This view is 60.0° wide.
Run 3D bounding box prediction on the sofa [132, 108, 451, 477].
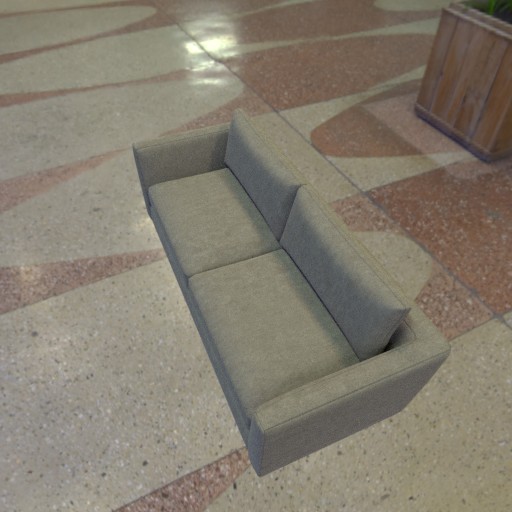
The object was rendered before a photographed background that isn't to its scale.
[{"bbox_3d":[0.000,0.000,2.550,0.889,0.864,2.121,-17,48,-16],"label":"sofa"}]
